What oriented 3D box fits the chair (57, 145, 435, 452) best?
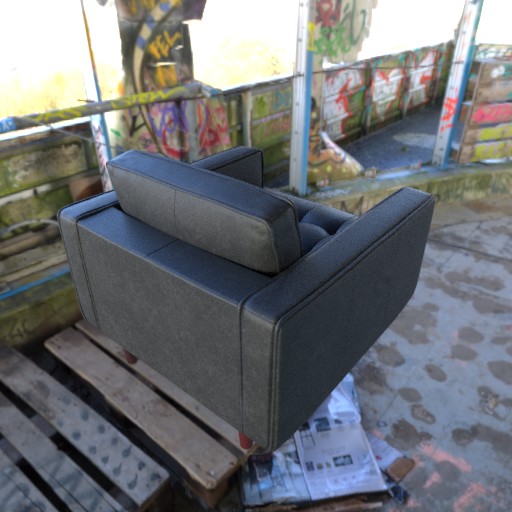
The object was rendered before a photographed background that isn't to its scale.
[{"bbox_3d":[0.000,0.000,1.537,0.889,0.763,0.914,23,38,33],"label":"chair"}]
